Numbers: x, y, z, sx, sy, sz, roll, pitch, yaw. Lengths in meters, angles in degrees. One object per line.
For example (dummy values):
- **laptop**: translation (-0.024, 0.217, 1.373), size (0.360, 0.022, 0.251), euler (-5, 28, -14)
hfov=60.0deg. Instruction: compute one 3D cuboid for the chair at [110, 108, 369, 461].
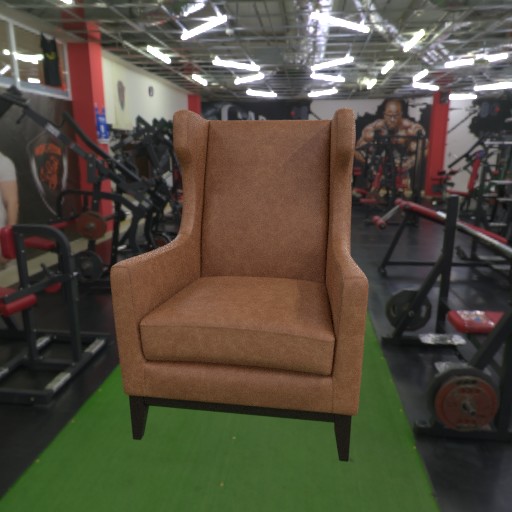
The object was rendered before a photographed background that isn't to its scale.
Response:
- **chair**: translation (0.000, 0.000, 1.678), size (0.766, 1.079, 0.899), euler (2, 14, 9)
